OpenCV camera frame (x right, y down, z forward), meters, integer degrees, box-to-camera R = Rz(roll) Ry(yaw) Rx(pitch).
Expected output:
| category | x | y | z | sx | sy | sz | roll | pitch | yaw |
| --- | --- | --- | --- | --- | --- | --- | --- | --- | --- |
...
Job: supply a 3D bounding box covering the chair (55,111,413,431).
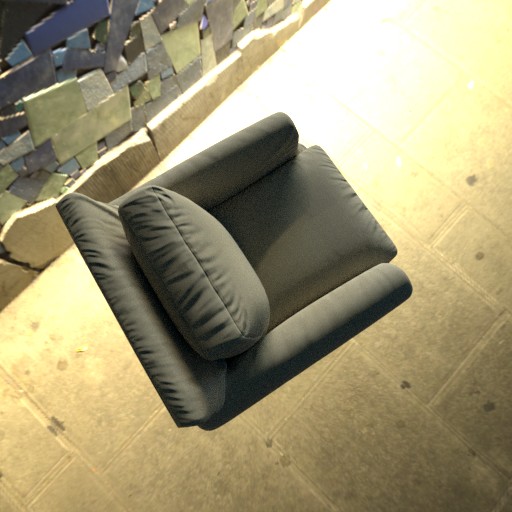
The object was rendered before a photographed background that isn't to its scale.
| category | x | y | z | sx | sy | sz | roll | pitch | yaw |
| --- | --- | --- | --- | --- | --- | --- | --- | --- | --- |
| chair | 0.000 | 0.000 | 1.772 | 1.066 | 0.866 | 0.940 | -32 | 77 | -8 |
